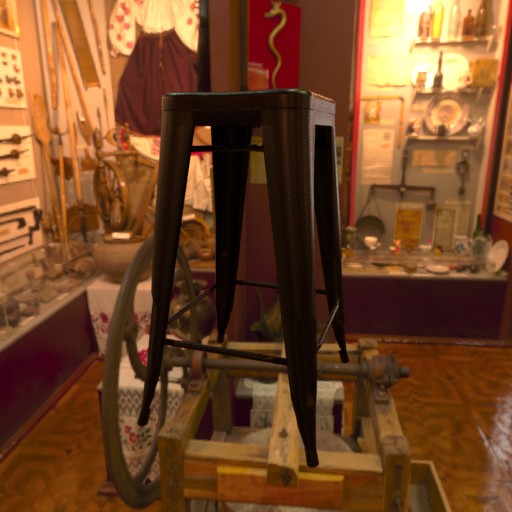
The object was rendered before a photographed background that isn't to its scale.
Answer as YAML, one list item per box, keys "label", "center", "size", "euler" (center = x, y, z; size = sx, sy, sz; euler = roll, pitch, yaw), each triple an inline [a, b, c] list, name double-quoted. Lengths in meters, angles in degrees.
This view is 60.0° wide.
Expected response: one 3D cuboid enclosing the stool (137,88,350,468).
- label: "stool"
  center: [0.000, 0.000, 0.897]
  size: [0.423, 0.609, 0.455]
  euler: [2, 16, 8]
